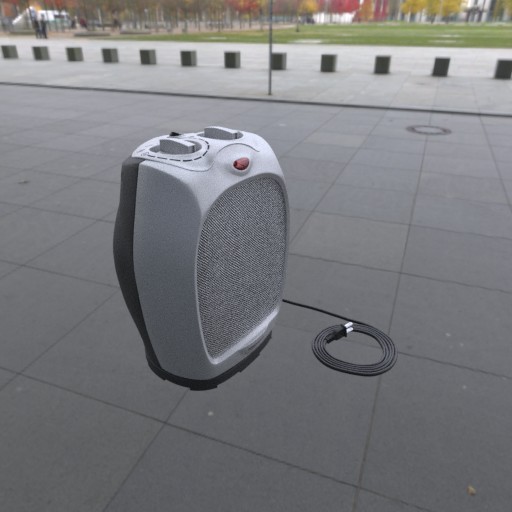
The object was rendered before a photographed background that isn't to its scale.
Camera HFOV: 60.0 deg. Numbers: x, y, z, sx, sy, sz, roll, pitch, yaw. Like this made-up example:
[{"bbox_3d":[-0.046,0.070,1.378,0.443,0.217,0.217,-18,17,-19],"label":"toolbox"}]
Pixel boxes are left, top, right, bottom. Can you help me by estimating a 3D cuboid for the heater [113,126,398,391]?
[{"bbox_3d":[0.000,0.000,0.474,0.291,0.255,0.239,19,34,31],"label":"heater"}]
